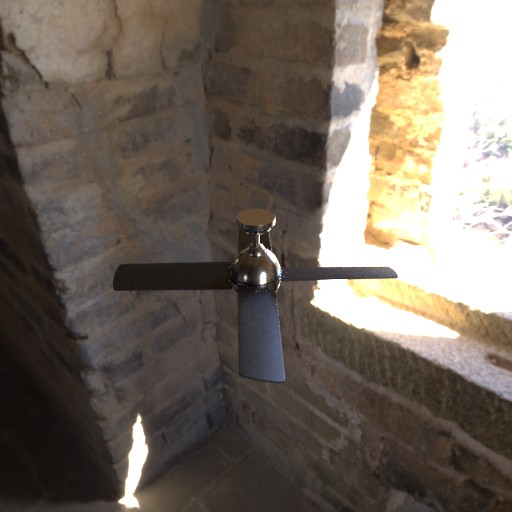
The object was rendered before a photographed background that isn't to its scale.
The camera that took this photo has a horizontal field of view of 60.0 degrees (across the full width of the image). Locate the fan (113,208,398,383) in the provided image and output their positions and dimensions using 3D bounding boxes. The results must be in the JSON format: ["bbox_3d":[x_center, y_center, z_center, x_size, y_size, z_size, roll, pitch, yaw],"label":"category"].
[{"bbox_3d":[0.000,0.000,2.049,1.332,0.403,1.332,-1,31,-2],"label":"fan"}]
